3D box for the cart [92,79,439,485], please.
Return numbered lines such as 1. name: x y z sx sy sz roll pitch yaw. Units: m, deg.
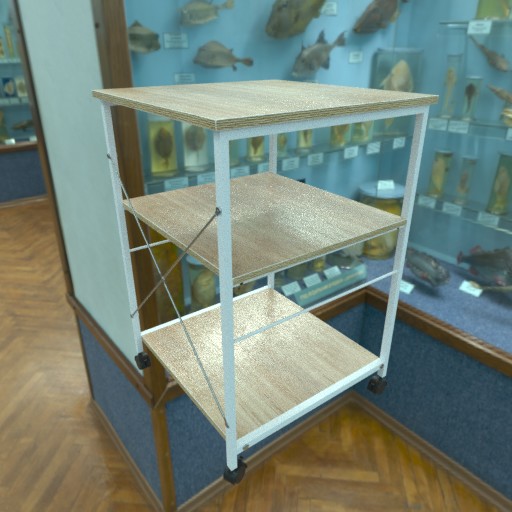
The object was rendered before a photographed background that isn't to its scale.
1. cart: 0.000 0.000 1.096 0.520 0.762 0.521 -18 31 -32
